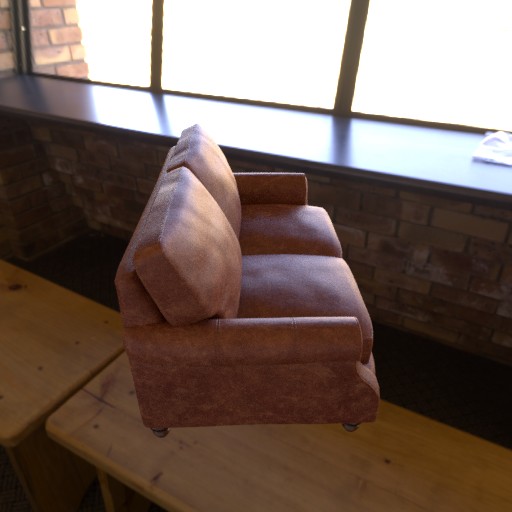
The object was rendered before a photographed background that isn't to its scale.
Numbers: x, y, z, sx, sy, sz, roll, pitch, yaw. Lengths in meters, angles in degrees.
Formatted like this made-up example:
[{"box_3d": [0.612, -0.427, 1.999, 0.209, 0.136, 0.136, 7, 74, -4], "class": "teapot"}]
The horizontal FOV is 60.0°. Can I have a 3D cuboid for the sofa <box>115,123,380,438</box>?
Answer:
[{"box_3d": [0.000, 0.000, 2.216, 0.990, 0.967, 1.616, -1, 31, -2], "class": "sofa"}]
